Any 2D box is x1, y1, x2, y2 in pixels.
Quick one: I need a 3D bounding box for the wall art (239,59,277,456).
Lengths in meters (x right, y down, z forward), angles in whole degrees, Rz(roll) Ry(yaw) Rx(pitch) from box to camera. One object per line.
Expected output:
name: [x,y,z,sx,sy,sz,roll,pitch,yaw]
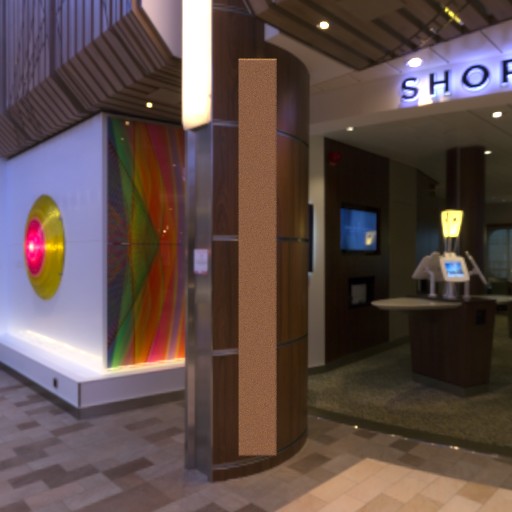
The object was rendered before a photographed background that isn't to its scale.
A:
wall art: [0.000,0.000,0.760,0.039,0.407,0.609,0,0,0]
